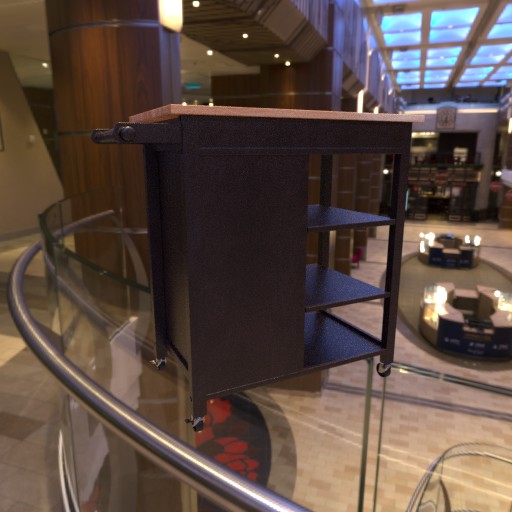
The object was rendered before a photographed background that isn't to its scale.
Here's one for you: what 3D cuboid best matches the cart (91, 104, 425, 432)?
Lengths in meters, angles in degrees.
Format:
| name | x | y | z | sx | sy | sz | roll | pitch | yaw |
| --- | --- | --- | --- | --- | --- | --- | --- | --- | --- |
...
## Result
| name | x | y | z | sx | sy | sz | roll | pitch | yaw |
| --- | --- | --- | --- | --- | --- | --- | --- | --- | --- |
| cart | 0.000 | 0.000 | 1.452 | 0.914 | 0.878 | 0.472 | -7 | 15 | -26 |
